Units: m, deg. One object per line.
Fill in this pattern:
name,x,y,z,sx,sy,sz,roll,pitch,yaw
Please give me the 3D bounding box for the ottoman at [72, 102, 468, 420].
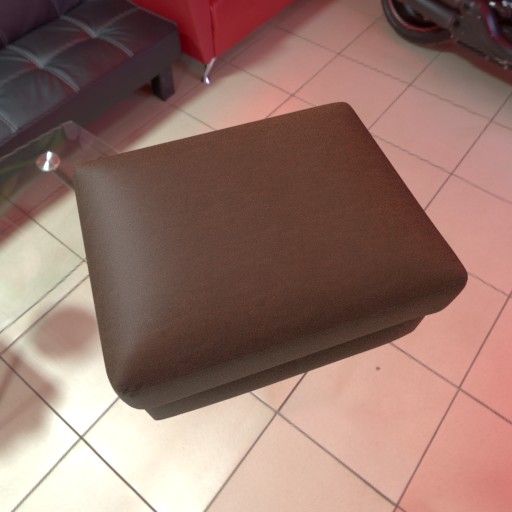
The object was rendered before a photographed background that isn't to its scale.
ottoman,0.000,0.000,1.173,0.787,0.508,0.635,-17,59,-10
